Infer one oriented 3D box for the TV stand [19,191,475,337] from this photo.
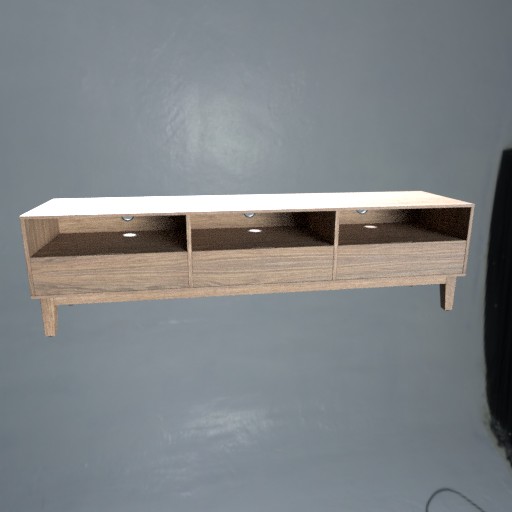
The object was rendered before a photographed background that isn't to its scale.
[{"bbox_3d":[0.000,0.000,1.657,1.482,0.409,0.366,-2,16,-9],"label":"TV stand"}]
